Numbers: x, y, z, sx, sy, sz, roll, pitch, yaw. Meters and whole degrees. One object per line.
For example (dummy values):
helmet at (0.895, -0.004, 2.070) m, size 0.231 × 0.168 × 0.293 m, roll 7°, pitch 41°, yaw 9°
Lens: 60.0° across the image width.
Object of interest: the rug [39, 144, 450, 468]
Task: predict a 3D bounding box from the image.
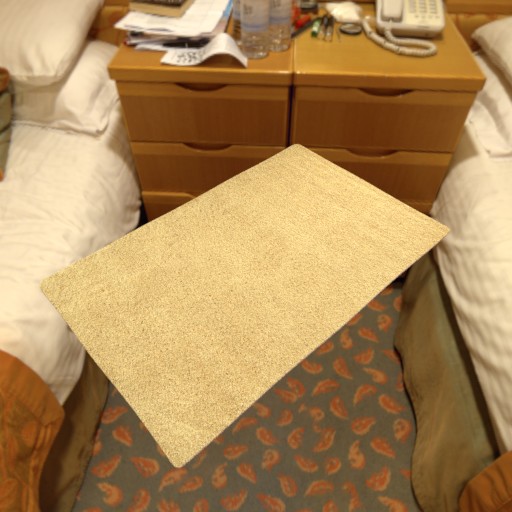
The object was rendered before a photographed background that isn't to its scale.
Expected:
rug at (0.000, 0.000, 2.938) m, size 2.349 × 0.025 × 1.500 m, roll -34°, pitch 55°, yaw -28°
